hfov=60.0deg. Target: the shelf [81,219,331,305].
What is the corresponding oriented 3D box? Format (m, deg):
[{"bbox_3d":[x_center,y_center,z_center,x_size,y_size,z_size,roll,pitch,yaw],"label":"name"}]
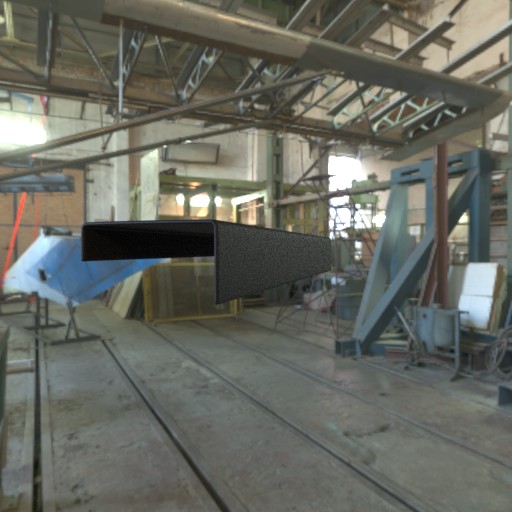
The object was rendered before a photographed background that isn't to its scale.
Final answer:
[{"bbox_3d":[0.000,0.000,0.502,0.102,0.053,0.456,0,1,18],"label":"shelf"}]
